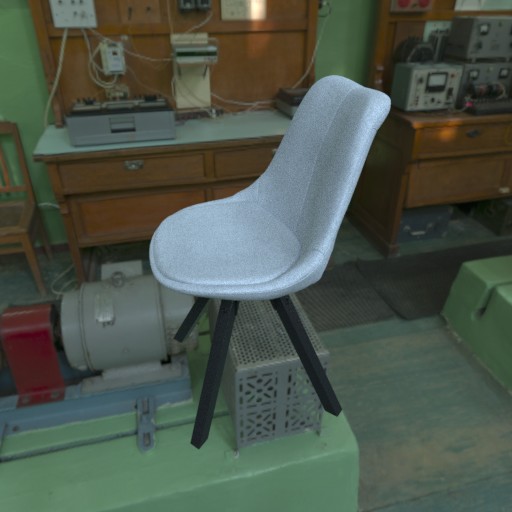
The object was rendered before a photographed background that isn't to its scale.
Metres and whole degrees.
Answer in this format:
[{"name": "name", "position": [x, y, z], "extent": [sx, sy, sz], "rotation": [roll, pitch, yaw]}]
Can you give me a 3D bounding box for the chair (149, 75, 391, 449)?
[{"name": "chair", "position": [0.000, 0.000, 1.186], "extent": [0.550, 0.850, 0.485], "rotation": [-8, 33, -13]}]
